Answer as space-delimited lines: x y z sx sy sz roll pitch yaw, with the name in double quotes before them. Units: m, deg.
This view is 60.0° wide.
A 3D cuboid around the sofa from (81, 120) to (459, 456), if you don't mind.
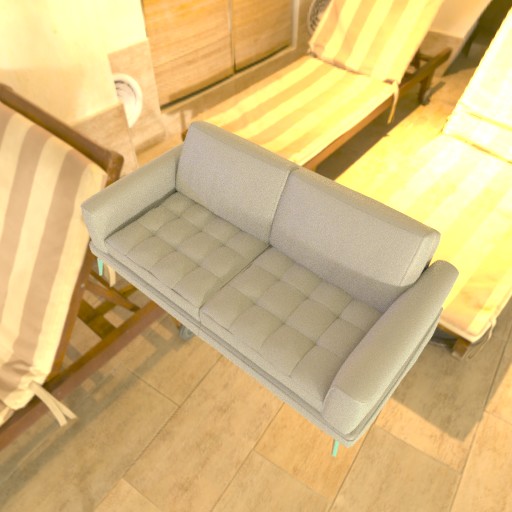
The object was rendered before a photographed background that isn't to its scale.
"sofa" 0.000 0.000 2.770 2.177 0.930 1.121 32 55 26
